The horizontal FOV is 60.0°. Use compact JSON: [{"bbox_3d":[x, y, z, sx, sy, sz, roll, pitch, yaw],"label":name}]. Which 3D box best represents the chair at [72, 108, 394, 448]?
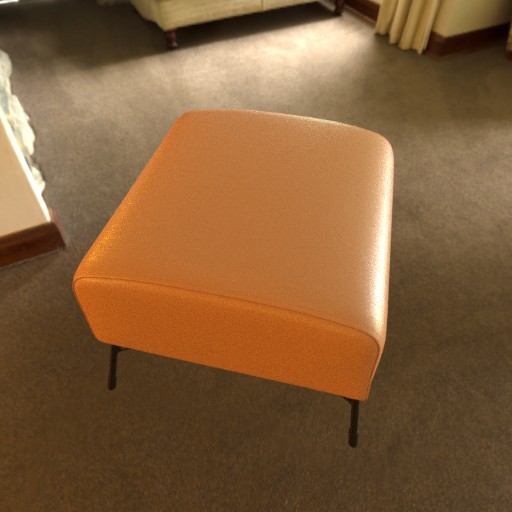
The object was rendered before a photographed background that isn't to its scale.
[{"bbox_3d":[0.000,0.000,0.923,0.530,0.410,0.530,10,48,9],"label":"chair"}]
